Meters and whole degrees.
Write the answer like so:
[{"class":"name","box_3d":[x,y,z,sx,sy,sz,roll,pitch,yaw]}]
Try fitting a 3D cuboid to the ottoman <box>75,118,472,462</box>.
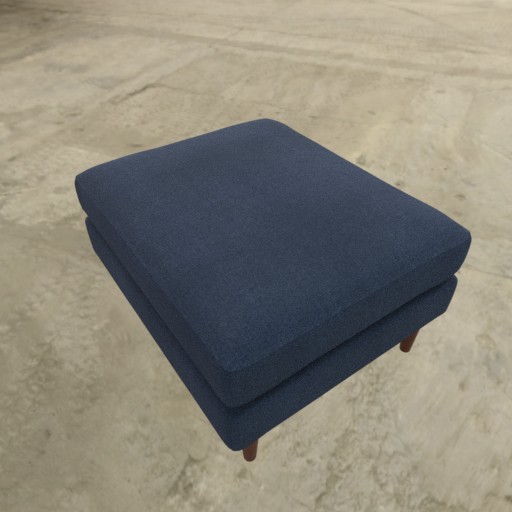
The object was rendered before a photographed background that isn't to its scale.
[{"class":"ottoman","box_3d":[0.000,0.000,1.235,0.693,0.474,0.821,-24,46,-26]}]
